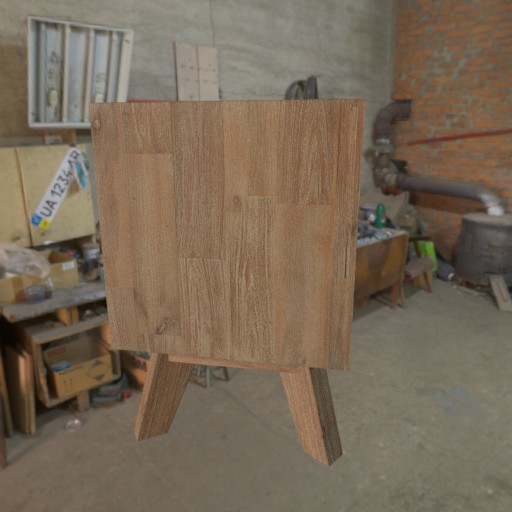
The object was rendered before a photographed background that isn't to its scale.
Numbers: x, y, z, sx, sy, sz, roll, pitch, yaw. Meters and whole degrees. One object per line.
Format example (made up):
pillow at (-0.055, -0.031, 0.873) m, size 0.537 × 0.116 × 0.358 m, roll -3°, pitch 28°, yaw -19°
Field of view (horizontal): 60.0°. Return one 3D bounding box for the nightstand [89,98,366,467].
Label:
nightstand at (0.000, 0.000, 0.951) m, size 0.396 × 0.589 × 0.552 m, roll 3°, pitch 15°, yaw 10°
